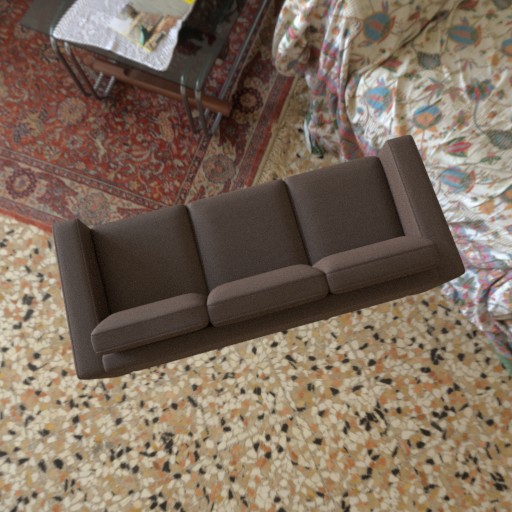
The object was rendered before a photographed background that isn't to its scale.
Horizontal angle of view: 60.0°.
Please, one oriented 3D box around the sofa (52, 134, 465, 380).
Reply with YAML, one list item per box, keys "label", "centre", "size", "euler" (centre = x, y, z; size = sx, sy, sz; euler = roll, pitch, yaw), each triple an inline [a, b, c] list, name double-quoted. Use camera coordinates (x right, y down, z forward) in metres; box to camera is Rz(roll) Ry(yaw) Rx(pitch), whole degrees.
- label: "sofa"
  centre: [0.000, 0.000, 2.628]
  size: [2.160, 0.806, 0.900]
  euler: [-15, 77, -4]
